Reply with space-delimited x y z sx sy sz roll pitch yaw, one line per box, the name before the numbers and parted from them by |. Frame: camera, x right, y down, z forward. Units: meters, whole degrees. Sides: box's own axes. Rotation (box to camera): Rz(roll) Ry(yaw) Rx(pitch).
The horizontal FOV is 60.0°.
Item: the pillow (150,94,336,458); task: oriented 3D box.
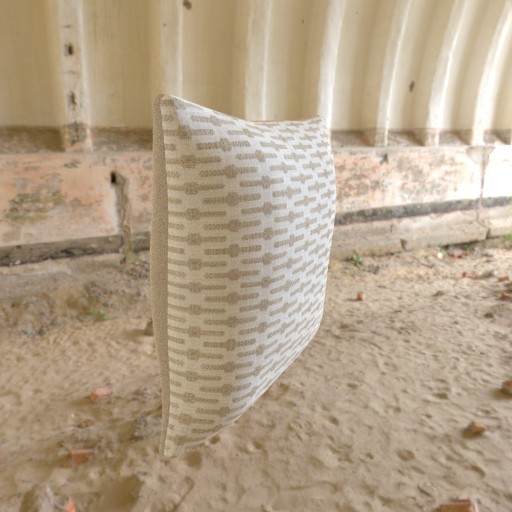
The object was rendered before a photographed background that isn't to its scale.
pillow | 0.000 0.000 0.772 0.219 0.491 0.496 8 16 27
